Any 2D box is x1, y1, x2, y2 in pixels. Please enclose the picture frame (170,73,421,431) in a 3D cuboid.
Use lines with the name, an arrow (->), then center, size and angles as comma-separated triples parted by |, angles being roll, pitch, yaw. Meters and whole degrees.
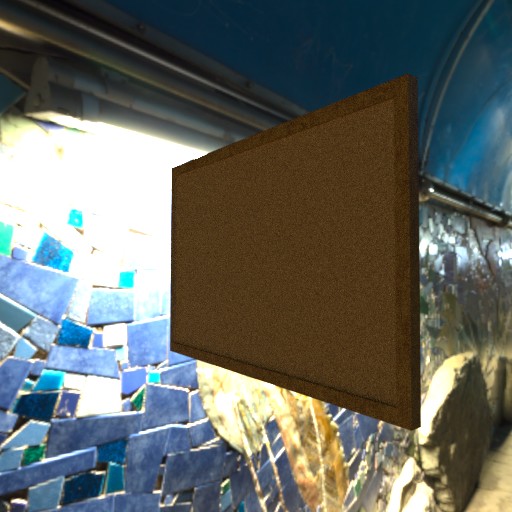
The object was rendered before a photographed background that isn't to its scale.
picture frame -> 0.000, 0.000, 1.145 | 0.029, 0.621, 0.922 | 1, -2, -37
